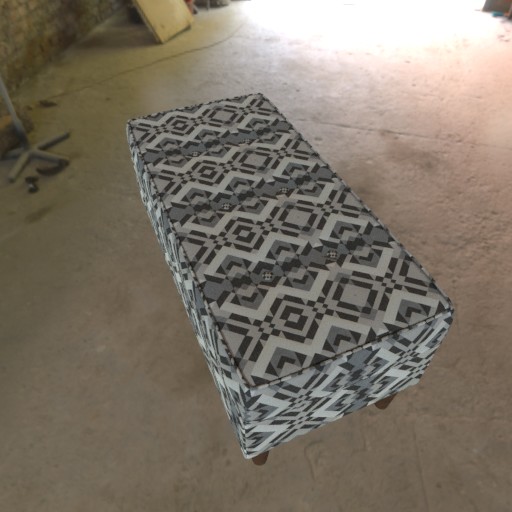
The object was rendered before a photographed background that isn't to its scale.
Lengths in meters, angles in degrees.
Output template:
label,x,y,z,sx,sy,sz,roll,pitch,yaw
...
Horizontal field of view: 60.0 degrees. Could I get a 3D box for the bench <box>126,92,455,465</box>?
label,x,y,z,sx,sy,sz,roll,pitch,yaw
bench,0.000,0.000,1.312,0.492,0.477,1.016,-18,50,-16
